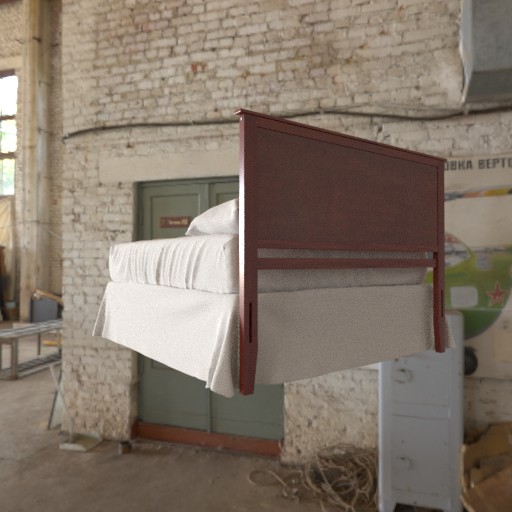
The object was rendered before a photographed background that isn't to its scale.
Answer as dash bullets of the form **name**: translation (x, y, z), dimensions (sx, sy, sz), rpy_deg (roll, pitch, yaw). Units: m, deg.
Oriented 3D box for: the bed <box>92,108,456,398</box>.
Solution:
- **bed**: translation (0.000, 0.000, 3.248), dimensions (1.870, 1.270, 2.050), rpy_deg (1, -1, -36)
